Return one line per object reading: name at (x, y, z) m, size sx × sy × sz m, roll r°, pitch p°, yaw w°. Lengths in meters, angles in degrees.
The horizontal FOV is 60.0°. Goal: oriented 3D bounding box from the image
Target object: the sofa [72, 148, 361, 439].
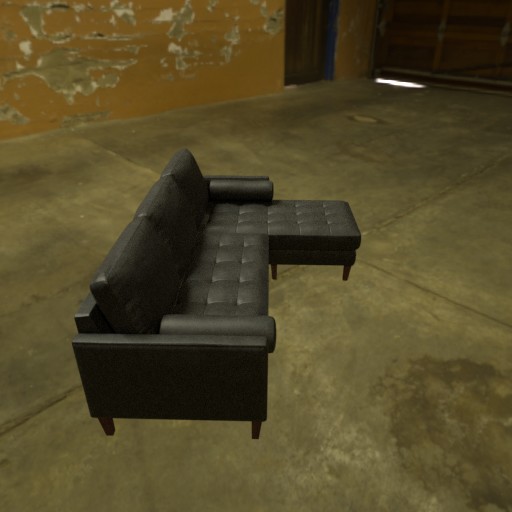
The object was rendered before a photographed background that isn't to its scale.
sofa at (0.000, 0.000, 2.857) m, size 1.497 × 0.876 × 2.178 m, roll 1°, pitch 29°, yaw 1°
